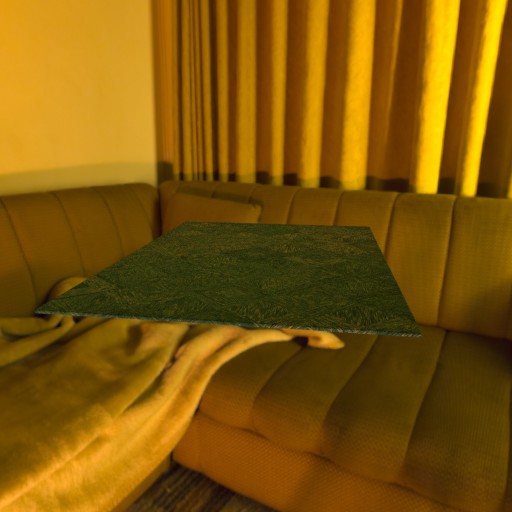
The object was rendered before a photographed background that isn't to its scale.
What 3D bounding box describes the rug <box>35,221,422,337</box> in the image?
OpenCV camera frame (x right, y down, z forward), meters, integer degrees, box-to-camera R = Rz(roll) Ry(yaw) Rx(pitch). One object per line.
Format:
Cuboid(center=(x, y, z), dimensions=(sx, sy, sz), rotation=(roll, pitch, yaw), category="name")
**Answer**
Cuboid(center=(0.000, 0.000, 4.223), dimensions=(2.405, 0.027, 3.217), rotation=(2, 15, 8), category="rug")
